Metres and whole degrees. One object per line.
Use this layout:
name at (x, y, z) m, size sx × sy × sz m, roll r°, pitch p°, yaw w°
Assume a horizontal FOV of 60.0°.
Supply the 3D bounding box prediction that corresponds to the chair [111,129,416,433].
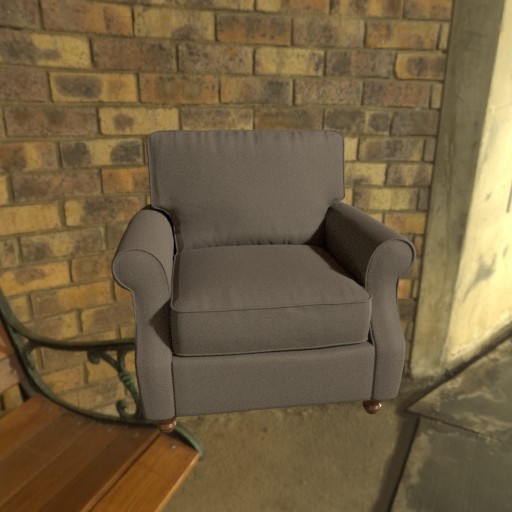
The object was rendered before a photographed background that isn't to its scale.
chair at (0.000, 0.000, 1.785) m, size 1.029 × 0.967 × 0.966 m, roll -2°, pitch 18°, yaw -8°
